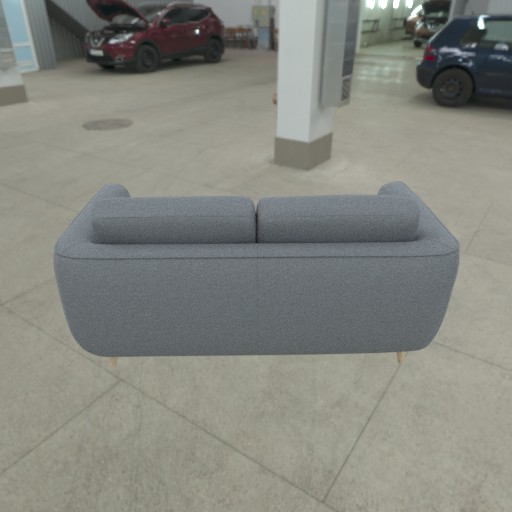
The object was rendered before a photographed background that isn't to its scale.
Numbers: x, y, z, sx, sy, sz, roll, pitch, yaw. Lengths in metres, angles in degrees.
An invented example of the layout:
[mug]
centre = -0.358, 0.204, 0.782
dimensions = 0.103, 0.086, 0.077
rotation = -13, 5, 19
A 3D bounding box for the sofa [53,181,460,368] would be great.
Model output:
[sofa]
centre = 0.000, 0.000, 2.199
dimensions = 1.700, 0.850, 0.920
rotation = 0, 30, -1
